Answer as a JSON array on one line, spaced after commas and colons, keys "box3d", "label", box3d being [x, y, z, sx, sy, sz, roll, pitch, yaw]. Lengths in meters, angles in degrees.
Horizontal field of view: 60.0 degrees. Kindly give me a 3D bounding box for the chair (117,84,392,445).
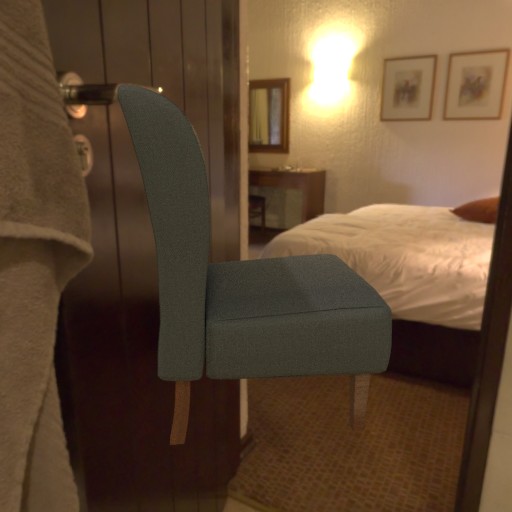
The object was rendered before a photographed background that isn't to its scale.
[{"box3d": [0.000, 0.000, 1.180, 0.592, 0.804, 0.513, -2, 15, -8], "label": "chair"}]
